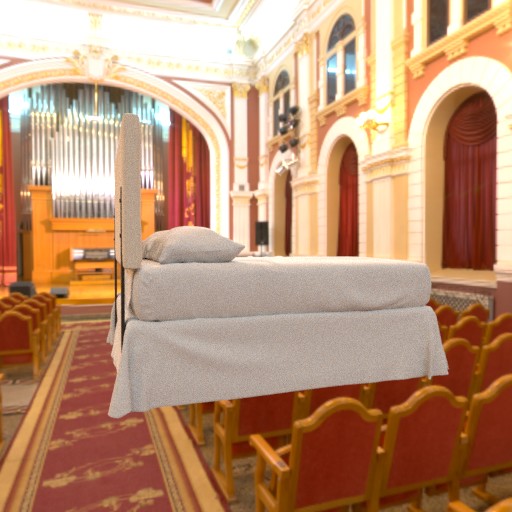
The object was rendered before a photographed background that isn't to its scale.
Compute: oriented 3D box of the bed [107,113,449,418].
[{"bbox_3d":[0.000,0.000,3.458,2.222,1.577,1.936,0,1,-19],"label":"bed"}]
